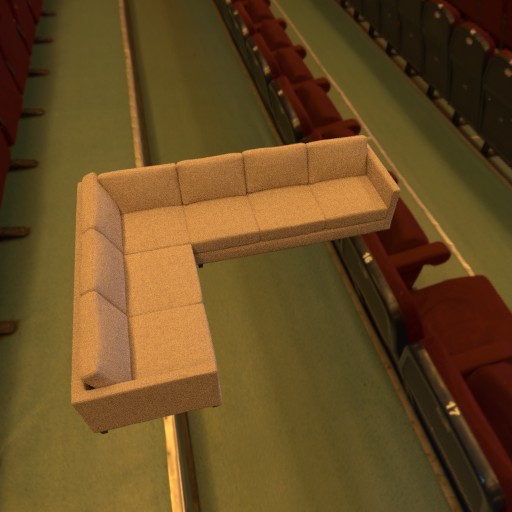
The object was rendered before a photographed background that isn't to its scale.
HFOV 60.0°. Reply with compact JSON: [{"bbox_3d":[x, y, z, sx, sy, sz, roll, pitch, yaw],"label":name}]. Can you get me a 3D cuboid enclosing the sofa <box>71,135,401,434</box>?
[{"bbox_3d":[0.000,0.000,4.196,3.182,0.863,2.432,-11,49,-9],"label":"sofa"}]
